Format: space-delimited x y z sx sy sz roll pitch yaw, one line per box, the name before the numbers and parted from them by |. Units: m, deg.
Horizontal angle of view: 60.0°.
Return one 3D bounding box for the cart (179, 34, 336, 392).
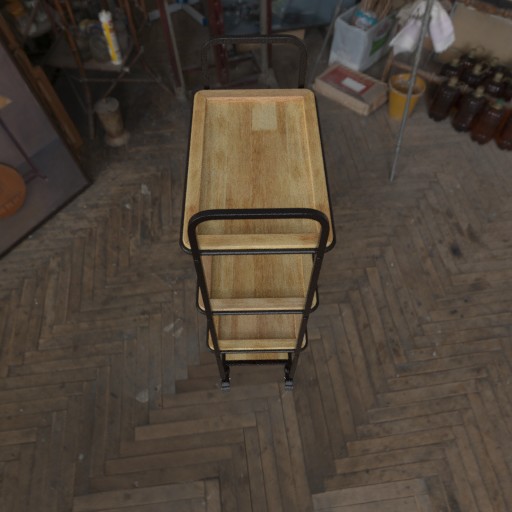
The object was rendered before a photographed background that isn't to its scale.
cart | 0.000 0.000 1.345 0.321 1.080 0.545 -1 58 -1
